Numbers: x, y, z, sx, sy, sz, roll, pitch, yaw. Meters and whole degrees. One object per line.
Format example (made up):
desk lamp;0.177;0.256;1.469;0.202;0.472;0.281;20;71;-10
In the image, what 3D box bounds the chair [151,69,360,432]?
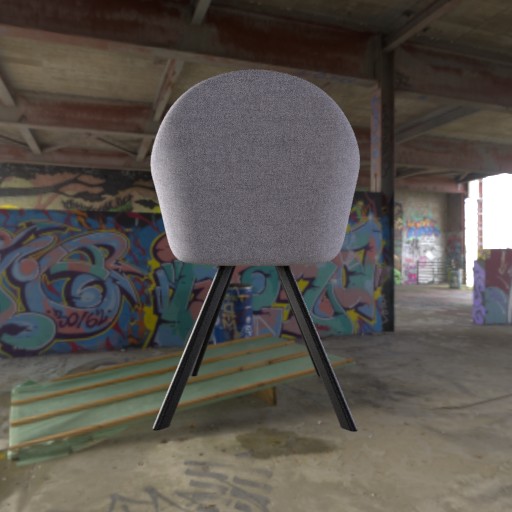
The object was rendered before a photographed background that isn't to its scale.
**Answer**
chair;0.000;0.000;1.186;0.540;0.780;0.570;0;0;1
